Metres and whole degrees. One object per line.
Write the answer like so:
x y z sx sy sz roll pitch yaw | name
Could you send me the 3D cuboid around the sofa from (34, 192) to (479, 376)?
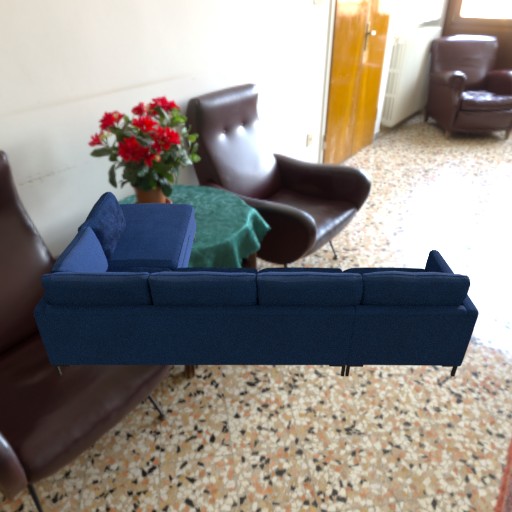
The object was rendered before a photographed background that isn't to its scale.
0.000 0.000 3.209 2.486 0.687 1.707 0 32 0 | sofa
